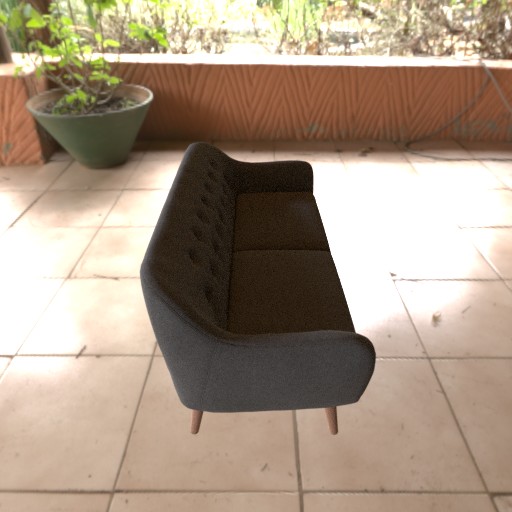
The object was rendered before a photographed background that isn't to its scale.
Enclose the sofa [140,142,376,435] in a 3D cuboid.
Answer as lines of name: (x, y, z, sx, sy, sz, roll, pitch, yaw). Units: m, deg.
sofa: (0.000, 0.000, 2.314, 0.820, 0.820, 1.840, 0, 31, 0)
